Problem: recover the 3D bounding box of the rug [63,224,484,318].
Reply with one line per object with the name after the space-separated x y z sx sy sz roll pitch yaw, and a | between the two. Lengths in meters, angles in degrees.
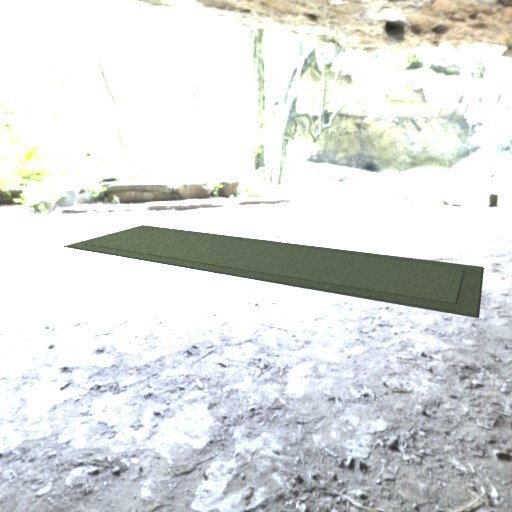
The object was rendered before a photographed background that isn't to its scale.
0.000 0.000 2.653 2.430 0.012 0.759 8 18 26 | rug
